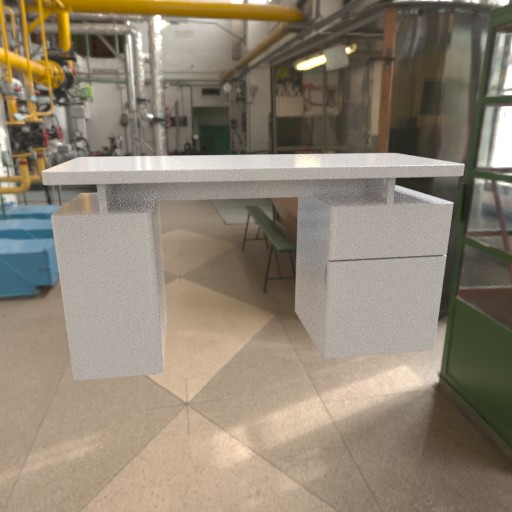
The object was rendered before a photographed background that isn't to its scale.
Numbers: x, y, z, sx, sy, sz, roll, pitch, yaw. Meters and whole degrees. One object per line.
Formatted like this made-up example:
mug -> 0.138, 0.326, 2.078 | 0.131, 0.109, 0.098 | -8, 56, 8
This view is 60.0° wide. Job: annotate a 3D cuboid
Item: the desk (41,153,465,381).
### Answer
desk -> 0.000, 0.000, 1.800 | 1.400, 0.762, 0.550 | -3, 17, -9
